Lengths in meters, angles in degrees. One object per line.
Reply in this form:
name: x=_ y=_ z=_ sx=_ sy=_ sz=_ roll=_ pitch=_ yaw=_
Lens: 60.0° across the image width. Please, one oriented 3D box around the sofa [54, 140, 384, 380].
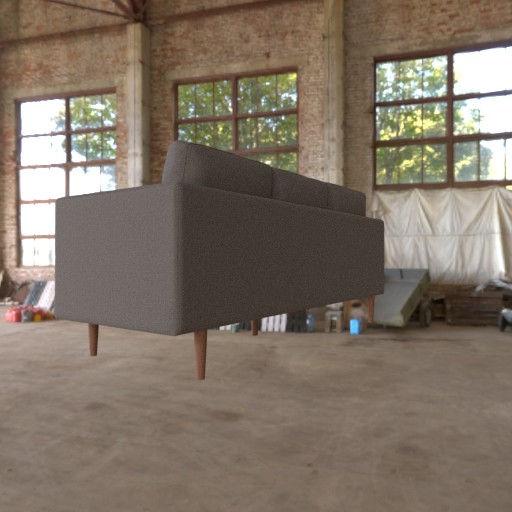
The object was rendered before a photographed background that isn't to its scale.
sofa: x=0.000 y=0.000 z=2.545 sx=0.802 sy=0.912 sz=2.029 roll=0 pitch=0 yaw=36
